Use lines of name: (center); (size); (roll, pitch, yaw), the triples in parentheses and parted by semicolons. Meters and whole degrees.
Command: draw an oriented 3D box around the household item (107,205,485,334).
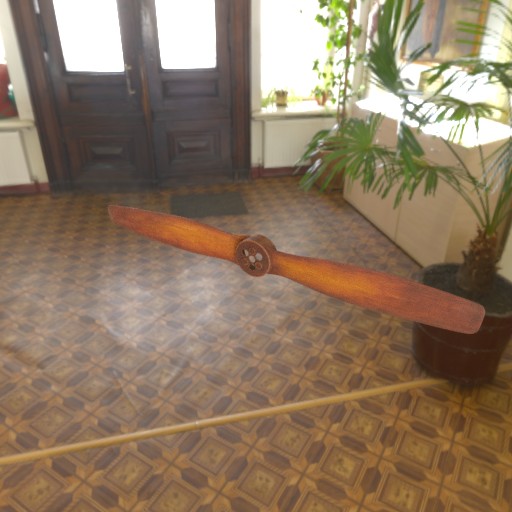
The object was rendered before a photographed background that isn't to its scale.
household item: (0.000, 0.000, 1.257); (1.181, 0.121, 0.051); (16, 32, 27)
